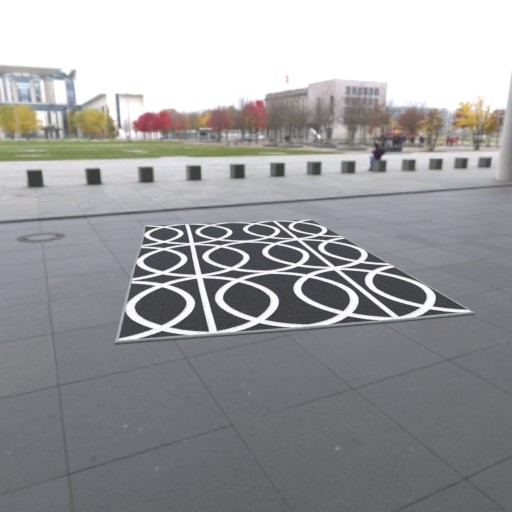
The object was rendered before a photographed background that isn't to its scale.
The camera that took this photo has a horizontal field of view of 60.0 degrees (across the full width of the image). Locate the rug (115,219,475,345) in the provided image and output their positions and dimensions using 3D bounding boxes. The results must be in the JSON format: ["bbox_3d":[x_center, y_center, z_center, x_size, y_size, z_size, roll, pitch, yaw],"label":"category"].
[{"bbox_3d":[0.000,0.000,2.872,1.526,0.014,2.290,-3,16,-11],"label":"rug"}]
